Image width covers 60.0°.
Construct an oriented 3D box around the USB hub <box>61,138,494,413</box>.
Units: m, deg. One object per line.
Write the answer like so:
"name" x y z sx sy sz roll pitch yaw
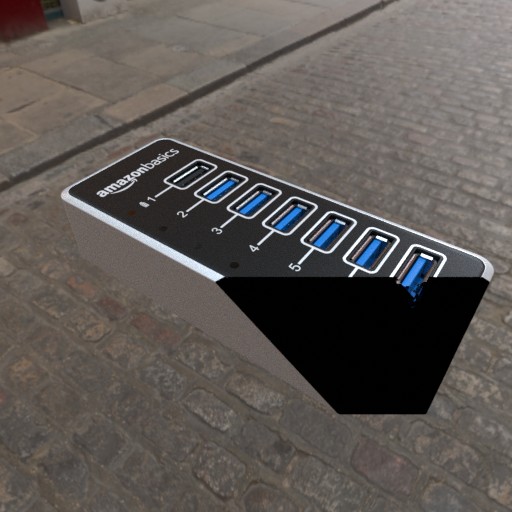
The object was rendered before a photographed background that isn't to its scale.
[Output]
"USB hub" 0.000 0.000 0.122 0.110 0.023 0.044 26 48 26
